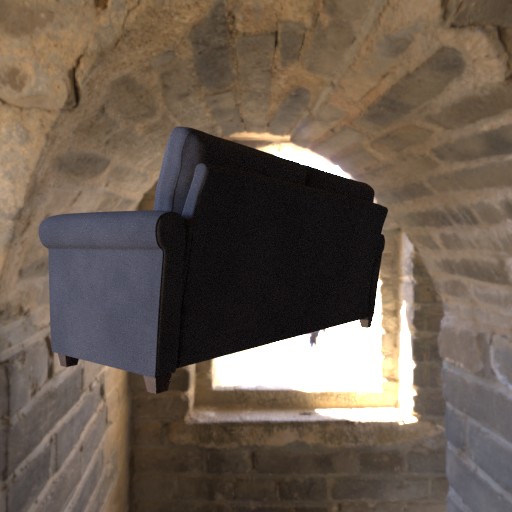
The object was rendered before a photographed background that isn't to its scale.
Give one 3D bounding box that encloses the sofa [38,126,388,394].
[{"bbox_3d":[0.000,0.000,2.380,0.842,0.942,1.935,0,0,38],"label":"sofa"}]
